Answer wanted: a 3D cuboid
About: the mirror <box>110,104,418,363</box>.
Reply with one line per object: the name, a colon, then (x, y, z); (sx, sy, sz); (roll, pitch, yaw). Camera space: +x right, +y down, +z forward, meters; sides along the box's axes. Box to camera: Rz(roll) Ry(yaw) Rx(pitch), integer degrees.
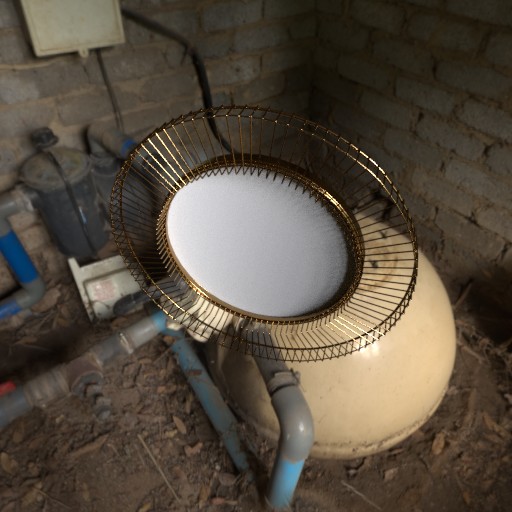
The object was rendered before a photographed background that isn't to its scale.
mirror: (0.000, 0.000, 1.023); (0.703, 0.703, 0.067); (11, 43, 12)
